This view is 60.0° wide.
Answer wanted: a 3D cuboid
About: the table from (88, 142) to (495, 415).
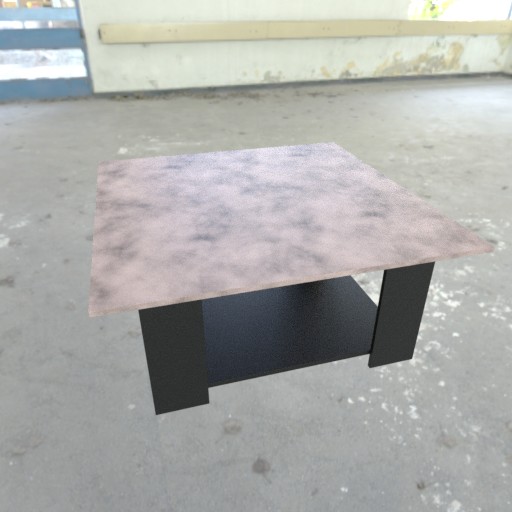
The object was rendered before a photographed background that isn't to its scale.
[{"bbox_3d":[0.000,0.000,1.042,0.670,0.305,0.670,-8,31,-14],"label":"table"}]
